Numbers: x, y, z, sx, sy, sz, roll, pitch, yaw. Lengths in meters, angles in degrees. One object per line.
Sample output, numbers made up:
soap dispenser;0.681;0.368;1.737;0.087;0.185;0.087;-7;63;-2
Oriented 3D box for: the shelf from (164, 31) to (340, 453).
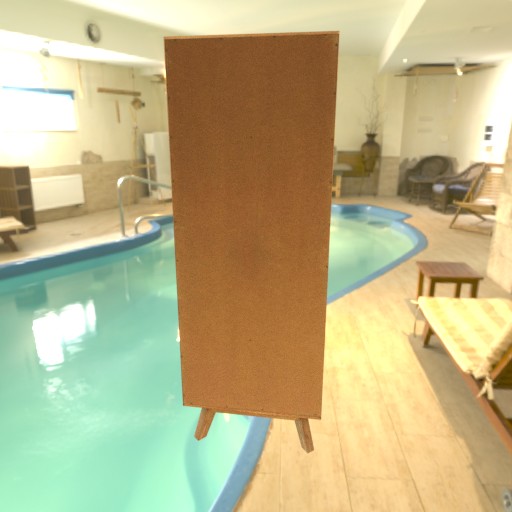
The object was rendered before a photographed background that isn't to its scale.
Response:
shelf;0.000;0.000;1.521;0.491;1.342;0.267;3;16;9
